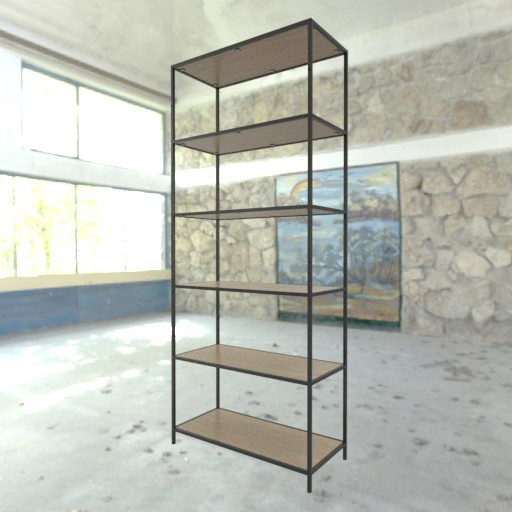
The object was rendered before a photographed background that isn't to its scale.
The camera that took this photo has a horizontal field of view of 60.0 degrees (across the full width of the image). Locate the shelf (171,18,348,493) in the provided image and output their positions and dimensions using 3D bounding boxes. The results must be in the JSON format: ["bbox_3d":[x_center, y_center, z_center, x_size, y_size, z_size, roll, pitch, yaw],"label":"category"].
[{"bbox_3d":[0.000,0.000,2.088,0.770,1.850,0.350,1,1,35],"label":"shelf"}]
